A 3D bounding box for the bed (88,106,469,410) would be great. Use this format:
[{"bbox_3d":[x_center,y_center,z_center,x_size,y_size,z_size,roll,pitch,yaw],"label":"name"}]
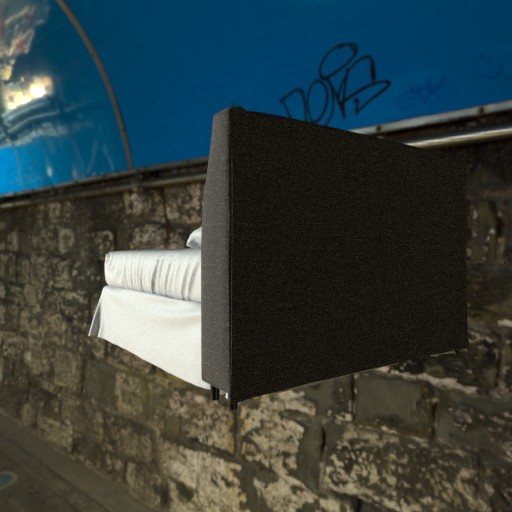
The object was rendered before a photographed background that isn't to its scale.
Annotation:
[{"bbox_3d":[0.000,0.000,3.340,1.925,1.332,2.276,0,0,-36],"label":"bed"}]
